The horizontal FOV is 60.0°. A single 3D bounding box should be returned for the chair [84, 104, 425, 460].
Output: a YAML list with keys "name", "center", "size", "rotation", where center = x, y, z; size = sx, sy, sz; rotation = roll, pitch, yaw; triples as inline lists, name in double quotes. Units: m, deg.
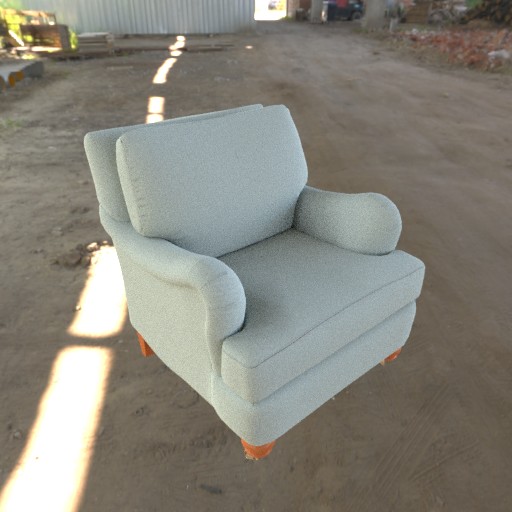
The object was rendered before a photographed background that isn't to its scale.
- name: "chair"
  center: [0.000, 0.000, 1.827]
  size: [0.955, 1.038, 1.070]
  rotation: [-23, 37, -34]
